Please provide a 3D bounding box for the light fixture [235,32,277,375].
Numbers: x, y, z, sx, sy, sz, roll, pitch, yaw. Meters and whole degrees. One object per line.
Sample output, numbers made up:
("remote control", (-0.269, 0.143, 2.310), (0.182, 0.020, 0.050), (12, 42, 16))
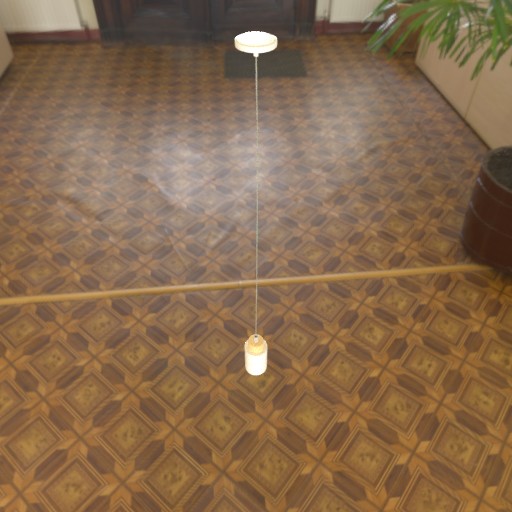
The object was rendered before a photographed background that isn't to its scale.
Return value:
("light fixture", (0.000, 0.000, 1.935), (0.125, 1.798, 0.125), (30, 52, 26))
